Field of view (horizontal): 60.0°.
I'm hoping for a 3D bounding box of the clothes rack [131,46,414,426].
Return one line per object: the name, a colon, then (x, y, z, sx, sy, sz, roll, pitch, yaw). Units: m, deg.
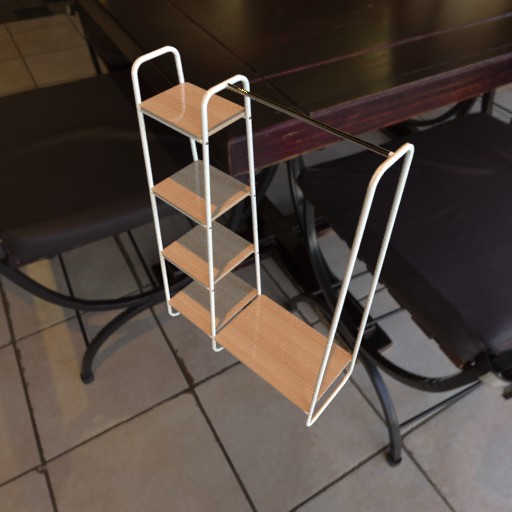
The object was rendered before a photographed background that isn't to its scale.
clothes rack: (0.000, 0.000, 1.950, 1.011, 1.500, 0.400, 33, 55, 27)
